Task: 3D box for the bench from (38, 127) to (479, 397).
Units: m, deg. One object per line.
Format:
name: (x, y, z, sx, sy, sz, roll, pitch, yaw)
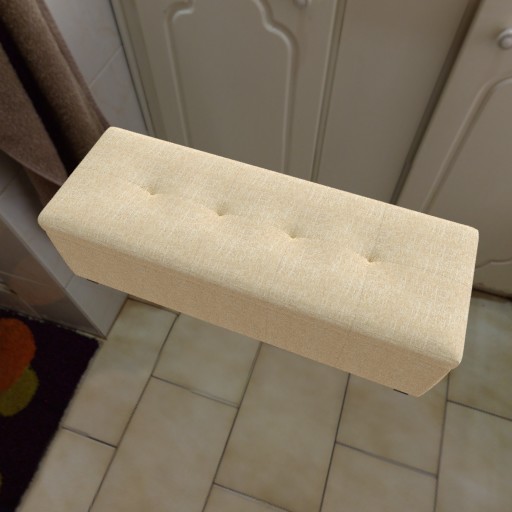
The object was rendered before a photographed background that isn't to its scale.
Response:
bench: (0.000, 0.000, 1.424, 1.219, 0.406, 0.432, 18, 60, 11)
